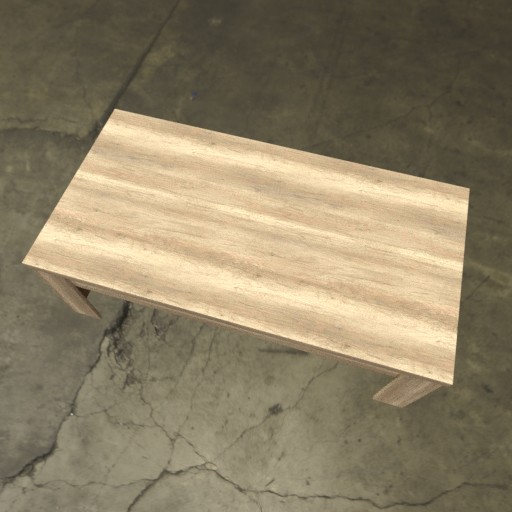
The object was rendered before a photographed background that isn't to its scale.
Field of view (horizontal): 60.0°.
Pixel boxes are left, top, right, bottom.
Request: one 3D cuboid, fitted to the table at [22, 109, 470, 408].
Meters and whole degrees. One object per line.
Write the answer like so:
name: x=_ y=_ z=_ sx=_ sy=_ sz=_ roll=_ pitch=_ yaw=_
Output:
table: x=0.000 y=0.000 z=1.684 sx=1.350 sy=0.460 sz=0.700 roll=15 pitch=63 yaw=8
